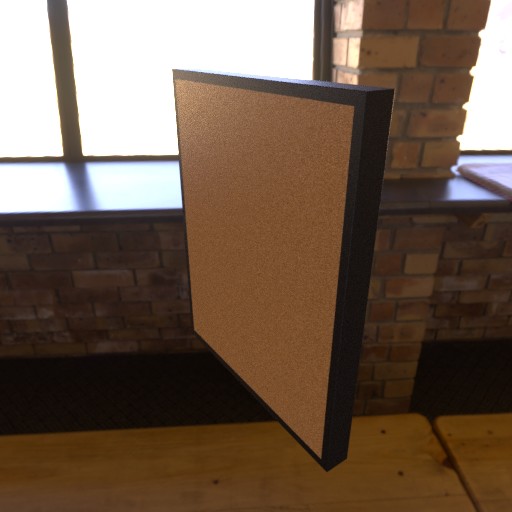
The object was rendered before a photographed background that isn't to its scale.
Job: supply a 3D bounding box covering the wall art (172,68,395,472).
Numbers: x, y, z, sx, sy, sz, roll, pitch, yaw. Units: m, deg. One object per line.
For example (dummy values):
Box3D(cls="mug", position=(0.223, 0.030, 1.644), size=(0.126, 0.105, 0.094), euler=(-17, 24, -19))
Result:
Box3D(cls="wall art", position=(0.000, 0.000, 0.489), size=(0.030, 0.369, 0.294), euler=(-17, 31, -31))
